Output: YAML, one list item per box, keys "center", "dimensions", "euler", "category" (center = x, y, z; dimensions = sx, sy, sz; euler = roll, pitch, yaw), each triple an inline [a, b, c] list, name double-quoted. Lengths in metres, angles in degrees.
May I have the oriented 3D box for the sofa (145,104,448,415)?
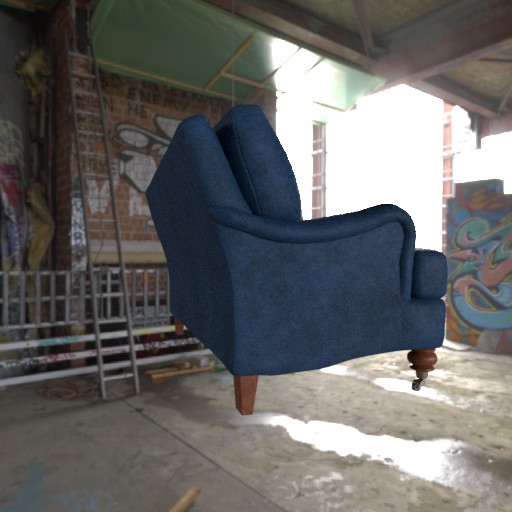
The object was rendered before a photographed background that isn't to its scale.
- center: [0.000, 0.000, 2.451]
  dimensions: [1.084, 1.101, 1.853]
  euler: [0, 0, -18]
  category: "sofa"
